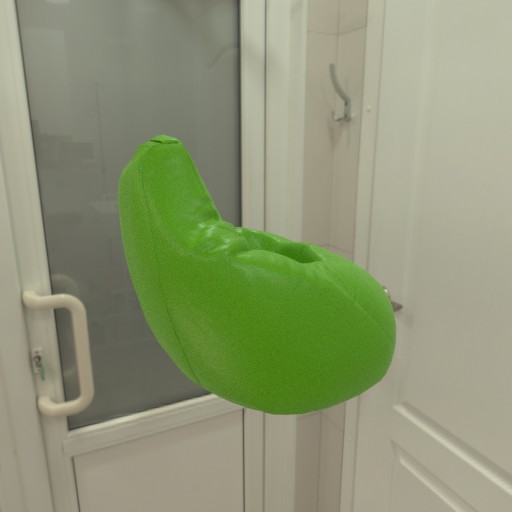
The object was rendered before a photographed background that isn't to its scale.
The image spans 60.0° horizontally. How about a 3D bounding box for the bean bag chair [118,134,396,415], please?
[{"bbox_3d":[0.000,0.000,1.877,1.070,0.990,1.070,-7,16,-25],"label":"bean bag chair"}]
